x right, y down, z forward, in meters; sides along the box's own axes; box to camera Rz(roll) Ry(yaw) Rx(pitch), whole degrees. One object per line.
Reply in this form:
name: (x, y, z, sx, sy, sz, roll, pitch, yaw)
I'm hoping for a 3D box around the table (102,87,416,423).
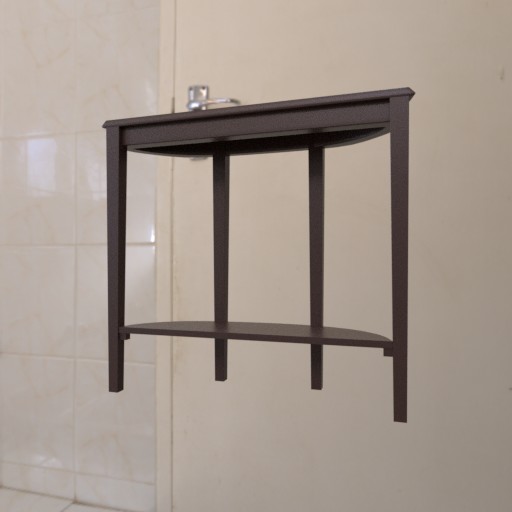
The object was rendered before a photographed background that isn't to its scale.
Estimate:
table: (0.000, 0.000, 1.353, 0.909, 0.831, 0.274, 0, -1, 18)
